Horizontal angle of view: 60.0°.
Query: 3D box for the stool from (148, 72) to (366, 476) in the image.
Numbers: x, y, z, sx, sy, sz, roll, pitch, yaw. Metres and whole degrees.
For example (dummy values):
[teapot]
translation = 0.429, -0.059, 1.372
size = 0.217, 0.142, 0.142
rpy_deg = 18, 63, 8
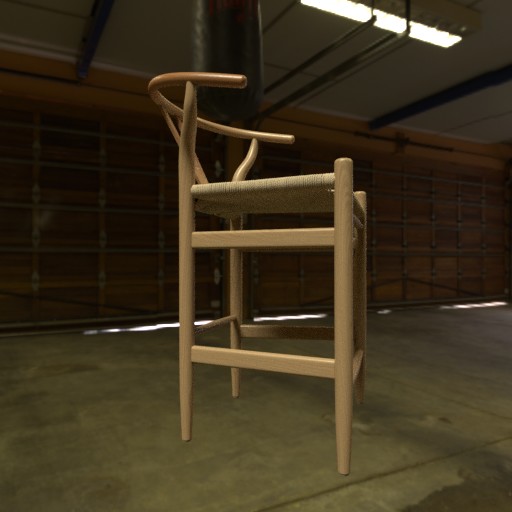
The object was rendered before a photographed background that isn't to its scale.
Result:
[stool]
translation = 0.000, 0.000, 1.246
size = 0.575, 0.923, 0.536
rpy_deg = 0, 0, 17
